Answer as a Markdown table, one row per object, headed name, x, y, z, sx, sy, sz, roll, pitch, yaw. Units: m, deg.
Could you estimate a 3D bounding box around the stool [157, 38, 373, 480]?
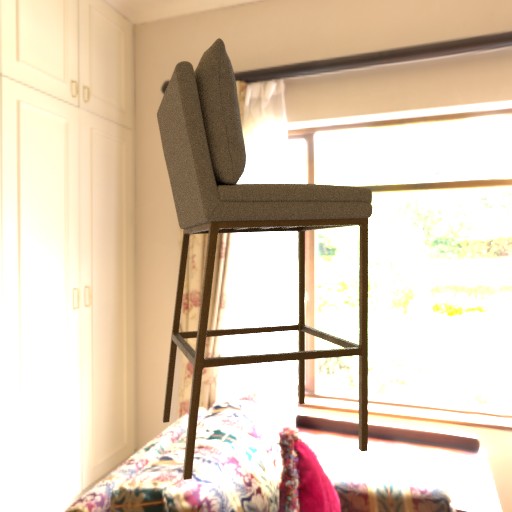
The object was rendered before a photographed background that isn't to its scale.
| name | x | y | z | sx | sy | sz | roll | pitch | yaw |
| --- | --- | --- | --- | --- | --- | --- | --- | --- | --- |
| stool | 0.000 | 0.000 | 1.405 | 0.569 | 1.132 | 0.463 | 0 | 1 | -19 |
